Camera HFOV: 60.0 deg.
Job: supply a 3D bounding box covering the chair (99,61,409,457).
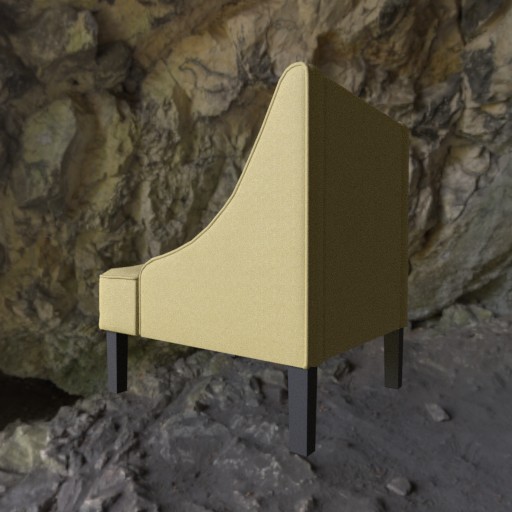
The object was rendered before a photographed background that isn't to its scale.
[{"bbox_3d":[0.000,0.000,1.489,0.814,0.896,0.696,1,2,37],"label":"chair"}]
